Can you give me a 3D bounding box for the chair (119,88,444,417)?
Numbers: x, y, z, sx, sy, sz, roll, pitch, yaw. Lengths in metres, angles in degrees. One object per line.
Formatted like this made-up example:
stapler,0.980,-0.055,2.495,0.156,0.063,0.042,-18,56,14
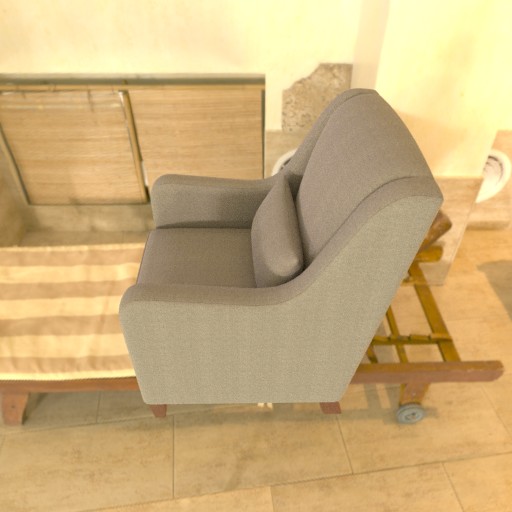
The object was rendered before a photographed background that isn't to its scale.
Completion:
chair,0.000,0.000,1.613,0.890,1.017,0.715,-1,41,-1
